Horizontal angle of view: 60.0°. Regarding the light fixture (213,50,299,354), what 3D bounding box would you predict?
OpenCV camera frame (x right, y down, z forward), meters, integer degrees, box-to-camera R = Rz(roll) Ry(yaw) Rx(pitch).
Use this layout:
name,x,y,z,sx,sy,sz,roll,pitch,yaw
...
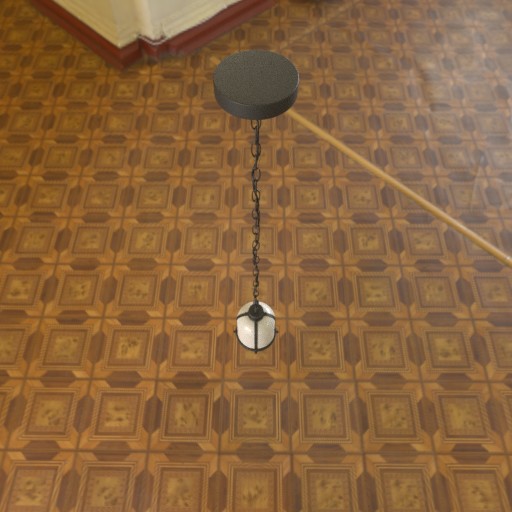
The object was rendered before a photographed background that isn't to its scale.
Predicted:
name,x,y,z,sx,sy,sz,roll,pitch,yaw
light fixture,0.000,0.000,1.253,0.178,1.181,0.178,0,59,0
